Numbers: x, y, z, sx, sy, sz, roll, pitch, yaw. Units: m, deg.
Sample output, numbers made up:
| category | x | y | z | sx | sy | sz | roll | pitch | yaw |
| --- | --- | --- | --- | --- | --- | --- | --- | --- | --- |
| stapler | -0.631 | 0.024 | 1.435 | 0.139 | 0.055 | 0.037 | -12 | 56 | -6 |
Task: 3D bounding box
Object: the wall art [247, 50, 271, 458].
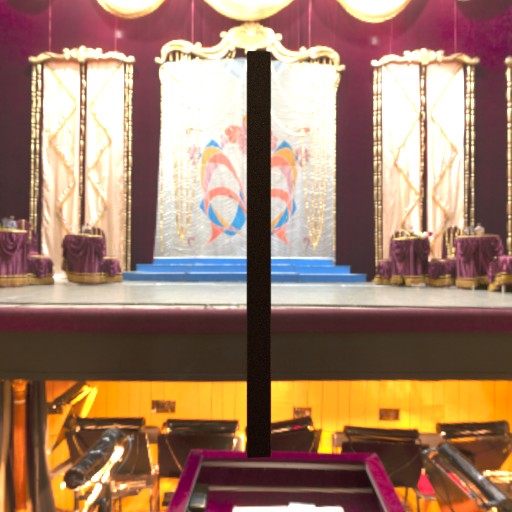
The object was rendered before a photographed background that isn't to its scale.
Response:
| category | x | y | z | sx | sy | sz | roll | pitch | yaw |
| --- | --- | --- | --- | --- | --- | --- | --- | --- | --- |
| wall art | 0.000 | 0.000 | 0.773 | 0.031 | 0.457 | 0.558 | 0 | -1 | -1 |
